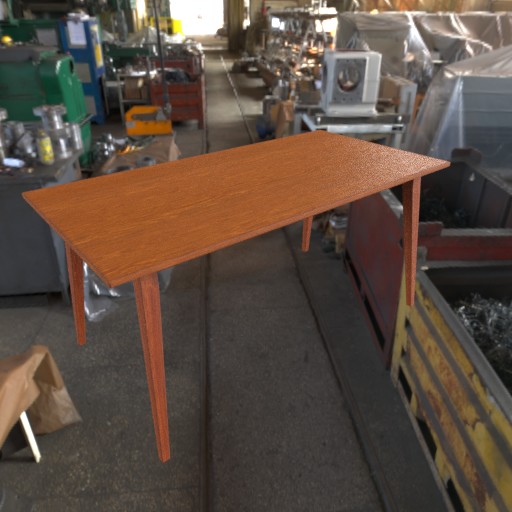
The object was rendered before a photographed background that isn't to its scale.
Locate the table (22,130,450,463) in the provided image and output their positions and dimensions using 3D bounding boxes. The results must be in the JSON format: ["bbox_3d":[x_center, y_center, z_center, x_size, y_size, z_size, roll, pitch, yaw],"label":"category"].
[{"bbox_3d":[0.000,0.000,2.013,1.609,0.755,0.811,-21,35,-34],"label":"table"}]
